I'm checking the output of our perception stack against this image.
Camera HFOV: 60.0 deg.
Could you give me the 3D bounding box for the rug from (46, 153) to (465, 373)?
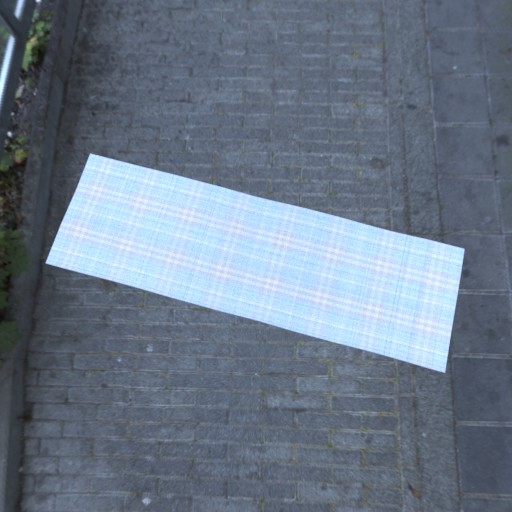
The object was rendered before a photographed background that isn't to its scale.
[{"bbox_3d":[0.000,0.000,2.698,2.439,0.013,0.762,15,76,4],"label":"rug"}]
